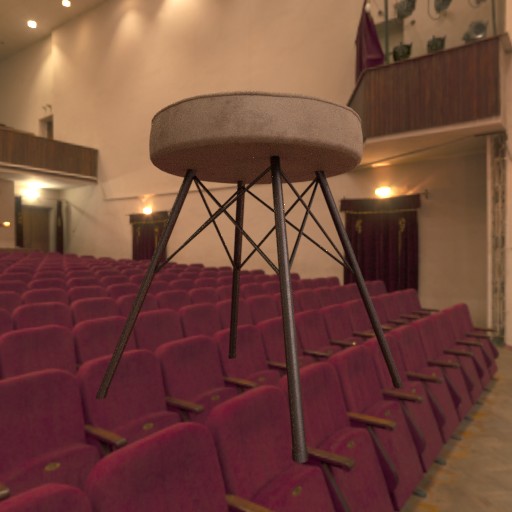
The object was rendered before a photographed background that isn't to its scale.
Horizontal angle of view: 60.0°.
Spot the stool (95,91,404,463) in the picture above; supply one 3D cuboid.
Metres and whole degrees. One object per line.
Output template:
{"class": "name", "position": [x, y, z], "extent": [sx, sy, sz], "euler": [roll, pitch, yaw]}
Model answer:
{"class": "stool", "position": [0.000, 0.000, 0.877], "extent": [0.457, 0.538, 0.423], "euler": [0, 0, 36]}
